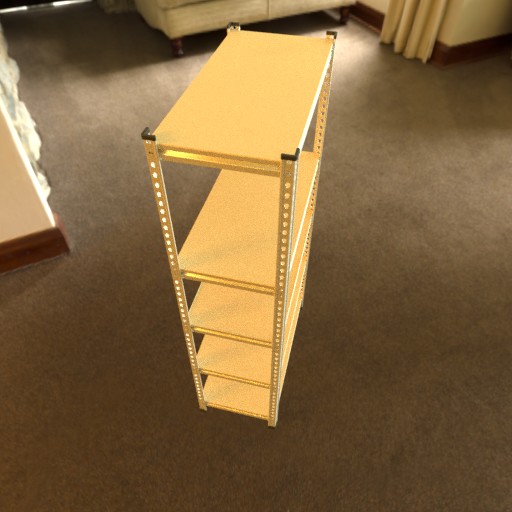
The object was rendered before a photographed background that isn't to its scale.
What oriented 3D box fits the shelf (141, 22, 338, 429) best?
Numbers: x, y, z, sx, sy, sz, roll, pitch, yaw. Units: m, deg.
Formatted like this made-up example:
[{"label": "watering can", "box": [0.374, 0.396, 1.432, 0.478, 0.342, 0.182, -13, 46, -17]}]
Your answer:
[{"label": "shelf", "box": [0.000, 0.000, 2.195, 0.457, 1.829, 0.914, 10, 48, 10]}]
